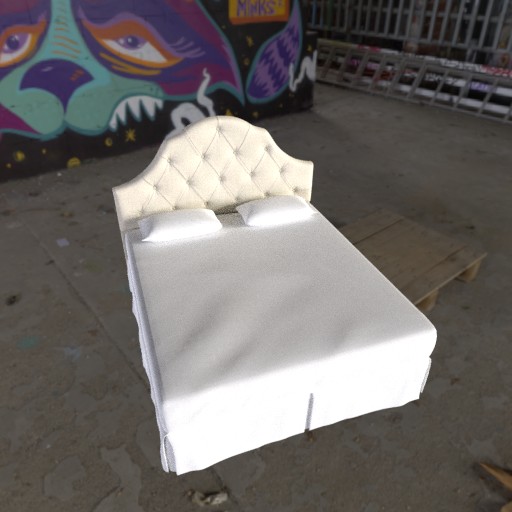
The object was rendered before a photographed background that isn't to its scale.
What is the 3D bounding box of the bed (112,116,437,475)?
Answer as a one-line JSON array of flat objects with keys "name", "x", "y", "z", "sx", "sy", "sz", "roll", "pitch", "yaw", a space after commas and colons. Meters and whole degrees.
[{"name": "bed", "x": 0.000, "y": 0.000, "z": 3.502, "sx": 2.008, "sy": 1.615, "sz": 2.214, "roll": -11, "pitch": 35, "yaw": -16}]
